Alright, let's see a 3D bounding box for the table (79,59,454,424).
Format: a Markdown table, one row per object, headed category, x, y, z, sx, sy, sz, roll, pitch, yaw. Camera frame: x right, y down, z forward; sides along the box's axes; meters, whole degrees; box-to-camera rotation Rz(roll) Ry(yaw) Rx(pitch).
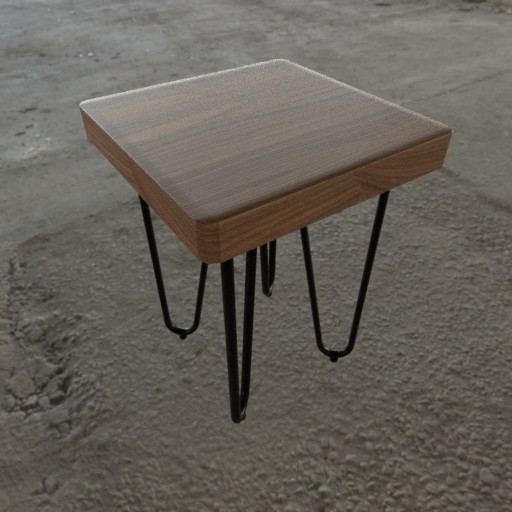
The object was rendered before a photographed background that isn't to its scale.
| category | x | y | z | sx | sy | sz | roll | pitch | yaw |
| --- | --- | --- | --- | --- | --- | --- | --- | --- | --- |
| table | 0.000 | 0.000 | 0.977 | 0.480 | 0.641 | 0.479 | -24 | 46 | -26 |
